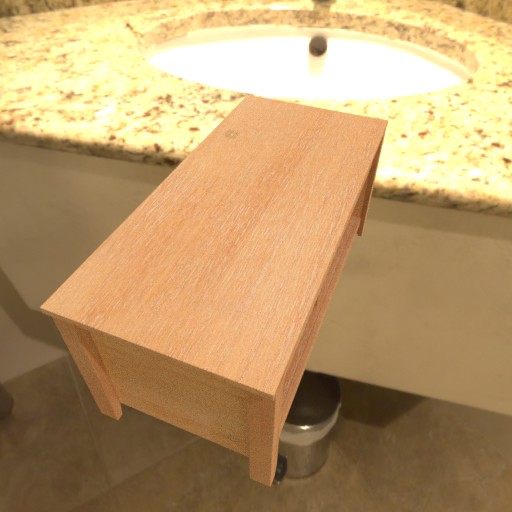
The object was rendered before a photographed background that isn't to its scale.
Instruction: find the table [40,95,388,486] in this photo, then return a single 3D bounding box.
[{"bbox_3d":[0.000,0.000,1.283,0.483,0.457,1.016,16,46,16],"label":"table"}]
